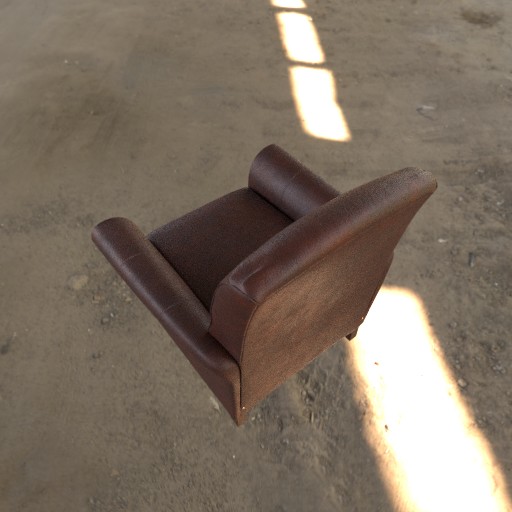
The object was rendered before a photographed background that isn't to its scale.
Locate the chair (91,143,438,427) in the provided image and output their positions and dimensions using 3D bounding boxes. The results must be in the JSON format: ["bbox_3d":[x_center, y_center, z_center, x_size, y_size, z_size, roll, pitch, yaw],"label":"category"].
[{"bbox_3d":[0.000,0.000,1.773,0.978,1.061,0.902,-30,54,-25],"label":"chair"}]
